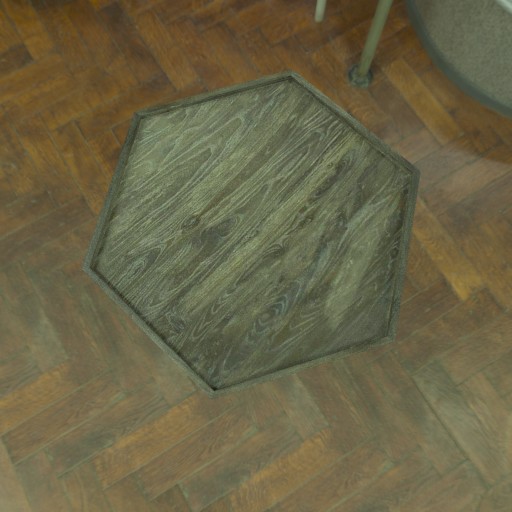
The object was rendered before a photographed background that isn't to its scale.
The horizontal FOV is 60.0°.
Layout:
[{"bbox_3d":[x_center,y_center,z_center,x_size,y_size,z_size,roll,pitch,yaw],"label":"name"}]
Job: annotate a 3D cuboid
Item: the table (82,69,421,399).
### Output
[{"bbox_3d":[0.000,0.000,1.139,0.683,0.586,0.592,-16,76,-4],"label":"table"}]
